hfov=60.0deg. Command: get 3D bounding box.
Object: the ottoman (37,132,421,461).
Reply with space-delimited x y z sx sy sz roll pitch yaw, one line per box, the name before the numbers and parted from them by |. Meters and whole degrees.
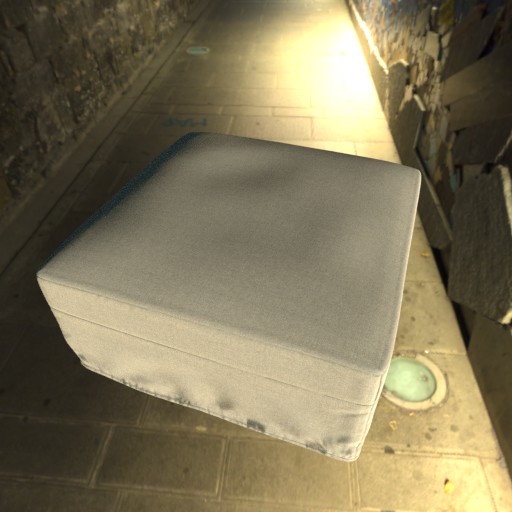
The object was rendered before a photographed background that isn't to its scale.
ottoman | 0.000 0.000 1.326 0.840 0.436 0.843 13 42 15
